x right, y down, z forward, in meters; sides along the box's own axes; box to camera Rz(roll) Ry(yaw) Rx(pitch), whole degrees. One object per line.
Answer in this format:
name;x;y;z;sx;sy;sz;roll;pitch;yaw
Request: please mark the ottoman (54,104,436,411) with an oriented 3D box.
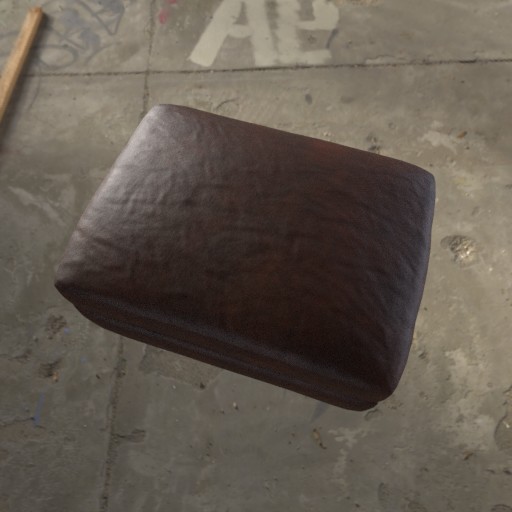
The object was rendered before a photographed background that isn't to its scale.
ottoman;0.000;0.000;1.305;0.887;0.527;0.659;16;65;8
